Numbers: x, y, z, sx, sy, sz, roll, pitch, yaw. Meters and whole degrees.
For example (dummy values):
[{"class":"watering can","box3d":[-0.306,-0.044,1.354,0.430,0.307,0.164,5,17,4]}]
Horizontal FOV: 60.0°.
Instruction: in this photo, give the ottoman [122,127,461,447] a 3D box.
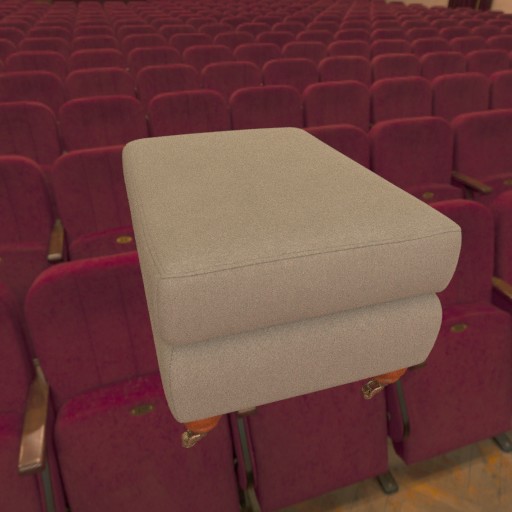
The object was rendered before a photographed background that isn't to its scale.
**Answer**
[{"class":"ottoman","box3d":[0.000,0.000,1.114,0.569,0.499,0.773,-9,31,-15]}]
